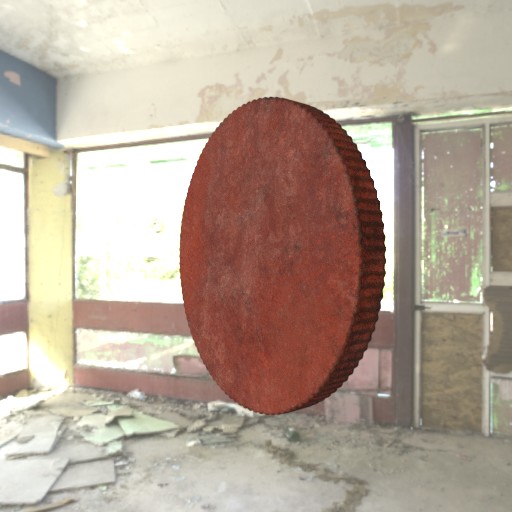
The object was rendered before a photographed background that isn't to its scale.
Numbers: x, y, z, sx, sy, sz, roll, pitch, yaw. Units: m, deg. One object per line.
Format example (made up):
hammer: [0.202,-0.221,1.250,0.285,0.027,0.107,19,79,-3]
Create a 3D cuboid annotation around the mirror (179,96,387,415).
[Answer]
mirror: [0.000,0.000,0.897,0.056,0.609,0.609,0,0,-35]
